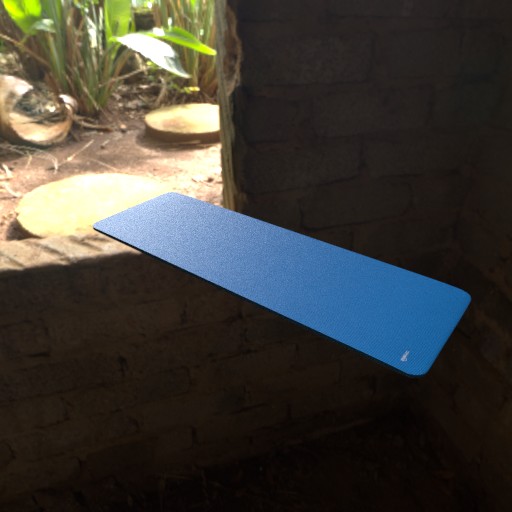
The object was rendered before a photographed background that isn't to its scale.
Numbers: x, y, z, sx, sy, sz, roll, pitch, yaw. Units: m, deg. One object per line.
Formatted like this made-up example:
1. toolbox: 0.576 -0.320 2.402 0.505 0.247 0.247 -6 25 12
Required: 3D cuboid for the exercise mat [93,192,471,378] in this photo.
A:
1. exercise mat: 0.000 0.000 2.163 1.869 0.021 0.616 22 37 32
